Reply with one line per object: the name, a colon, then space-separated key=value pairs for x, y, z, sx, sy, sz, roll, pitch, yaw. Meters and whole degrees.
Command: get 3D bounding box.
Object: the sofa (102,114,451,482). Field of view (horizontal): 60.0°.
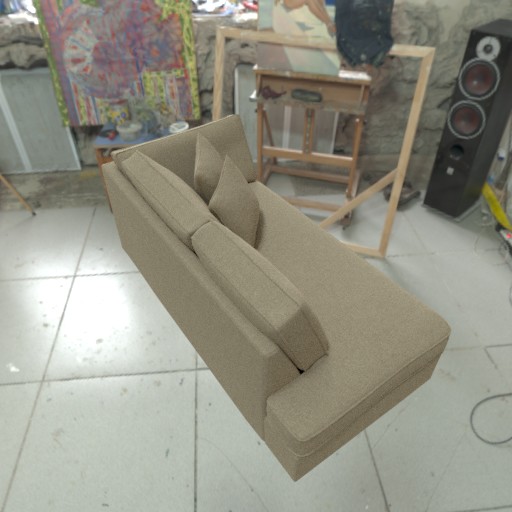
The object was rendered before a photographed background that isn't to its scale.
sofa: x=0.000 y=0.000 z=2.811 sx=1.110 sy=1.033 sz=2.237 roll=-25 pitch=47 yaw=-25
